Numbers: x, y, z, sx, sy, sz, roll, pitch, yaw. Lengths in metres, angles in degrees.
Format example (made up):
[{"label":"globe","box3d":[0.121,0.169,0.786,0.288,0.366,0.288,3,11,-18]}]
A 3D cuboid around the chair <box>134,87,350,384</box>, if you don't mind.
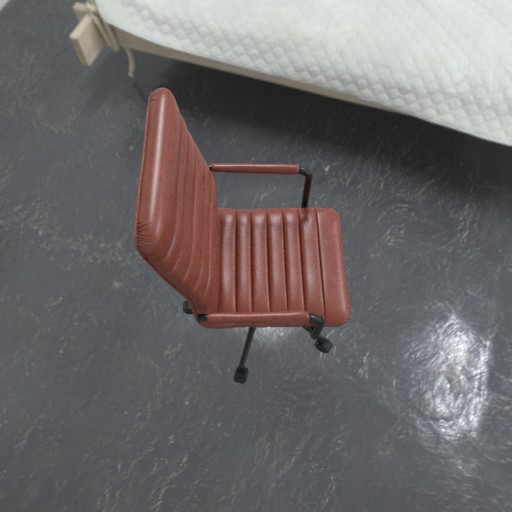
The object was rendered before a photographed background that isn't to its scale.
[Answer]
[{"label":"chair","box3d":[0.000,0.000,1.344,0.580,0.979,0.608,-1,65,0]}]
